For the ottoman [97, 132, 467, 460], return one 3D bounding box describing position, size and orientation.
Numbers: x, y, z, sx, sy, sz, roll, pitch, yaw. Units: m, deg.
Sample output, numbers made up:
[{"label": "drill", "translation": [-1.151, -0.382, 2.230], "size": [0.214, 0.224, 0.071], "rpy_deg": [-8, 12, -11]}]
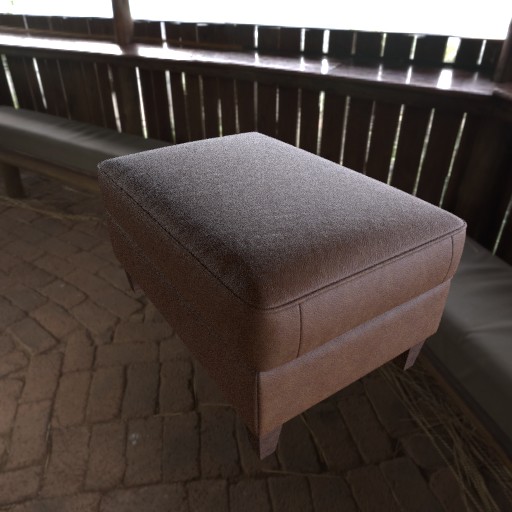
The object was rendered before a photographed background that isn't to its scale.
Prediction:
[{"label": "ottoman", "translation": [0.000, 0.000, 1.203], "size": [0.584, 0.483, 0.864], "rpy_deg": [-19, 36, -29]}]
